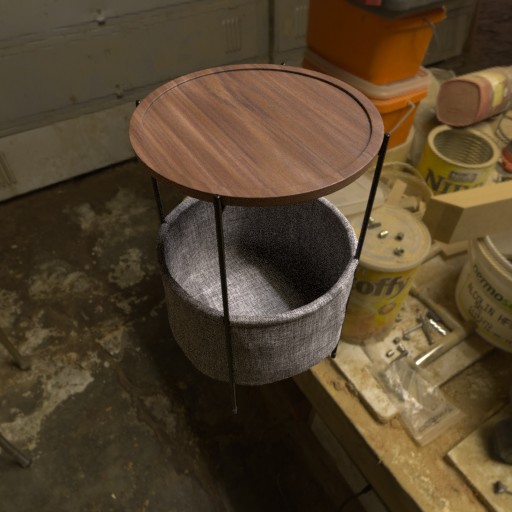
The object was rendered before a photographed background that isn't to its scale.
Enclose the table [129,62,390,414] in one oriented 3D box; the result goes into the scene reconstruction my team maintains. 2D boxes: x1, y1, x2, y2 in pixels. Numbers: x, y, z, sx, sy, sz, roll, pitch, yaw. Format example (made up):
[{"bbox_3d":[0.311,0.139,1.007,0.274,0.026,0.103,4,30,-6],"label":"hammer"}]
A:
[{"bbox_3d":[0.000,0.000,0.908,0.400,0.623,0.400,-23,51,-20],"label":"table"}]
